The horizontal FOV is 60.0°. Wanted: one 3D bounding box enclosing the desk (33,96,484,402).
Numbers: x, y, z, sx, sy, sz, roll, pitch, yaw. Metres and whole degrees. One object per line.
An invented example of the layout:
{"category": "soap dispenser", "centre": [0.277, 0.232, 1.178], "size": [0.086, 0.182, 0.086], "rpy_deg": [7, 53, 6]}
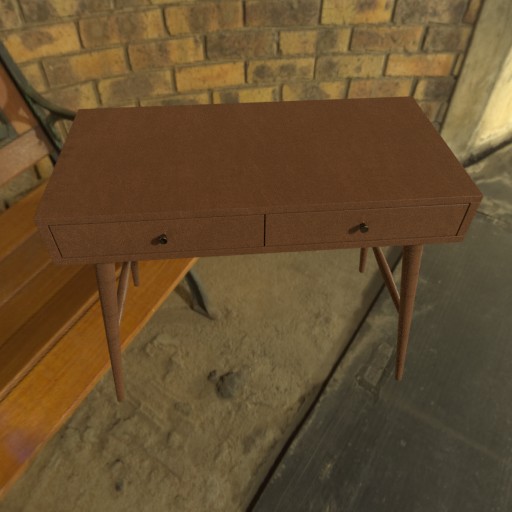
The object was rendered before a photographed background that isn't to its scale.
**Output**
{"category": "desk", "centre": [0.000, 0.000, 1.360], "size": [0.949, 0.758, 0.510], "rpy_deg": [-3, 45, -3]}
